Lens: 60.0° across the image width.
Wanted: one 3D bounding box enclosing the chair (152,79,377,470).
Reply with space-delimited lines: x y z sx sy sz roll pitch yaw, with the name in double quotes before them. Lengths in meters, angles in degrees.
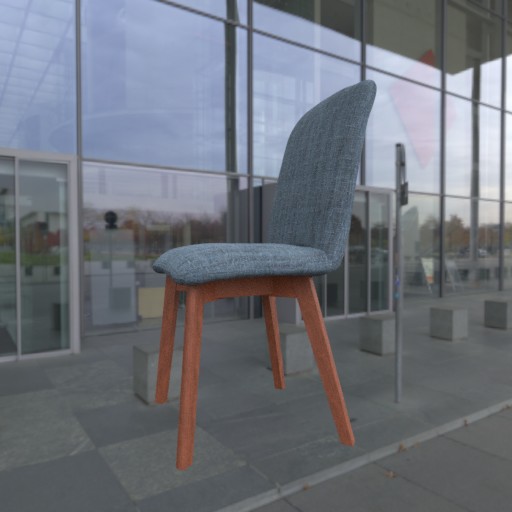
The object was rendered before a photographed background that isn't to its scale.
"chair" 0.000 0.000 1.319 0.563 0.974 0.522 0 1 -19
